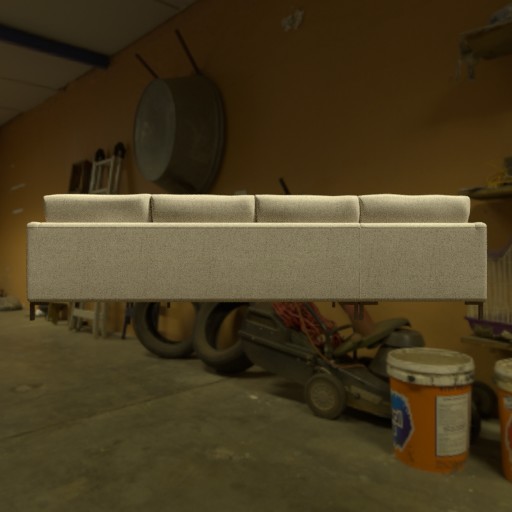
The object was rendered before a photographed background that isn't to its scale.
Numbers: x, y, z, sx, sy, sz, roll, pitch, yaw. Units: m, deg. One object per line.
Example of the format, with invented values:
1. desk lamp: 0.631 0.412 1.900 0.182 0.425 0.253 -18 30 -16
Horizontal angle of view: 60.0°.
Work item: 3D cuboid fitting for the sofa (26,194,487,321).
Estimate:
1. sofa: 0.000 0.000 3.498 2.737 0.756 1.879 0 0 -1
